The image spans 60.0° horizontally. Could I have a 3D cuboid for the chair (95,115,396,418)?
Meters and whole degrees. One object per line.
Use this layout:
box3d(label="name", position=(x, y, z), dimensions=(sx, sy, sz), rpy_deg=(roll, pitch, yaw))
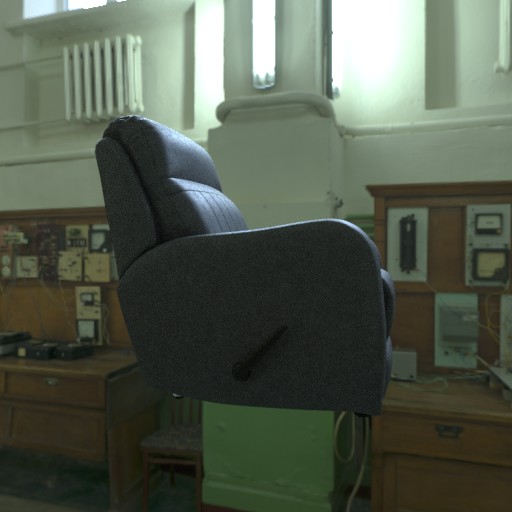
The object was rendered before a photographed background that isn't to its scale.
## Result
box3d(label="chair", position=(0.000, 0.000, 1.782), dimensions=(1.067, 1.067, 0.865), rpy_deg=(0, 0, 17))
